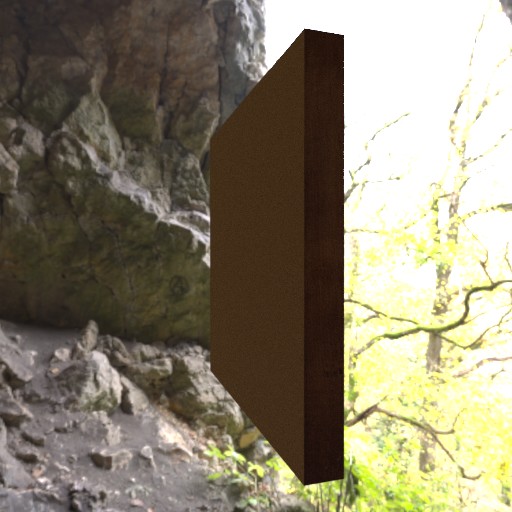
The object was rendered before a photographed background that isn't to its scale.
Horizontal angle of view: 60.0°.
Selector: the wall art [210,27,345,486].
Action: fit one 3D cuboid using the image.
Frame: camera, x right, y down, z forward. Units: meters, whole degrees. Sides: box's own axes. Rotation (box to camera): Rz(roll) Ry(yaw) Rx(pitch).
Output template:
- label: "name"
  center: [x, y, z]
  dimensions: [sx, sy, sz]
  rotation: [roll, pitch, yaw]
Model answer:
- label: "wall art"
  center: [0.000, 0.000, 0.562]
  dimensions: [0.038, 0.385, 0.386]
  rotation: [0, 0, -18]
